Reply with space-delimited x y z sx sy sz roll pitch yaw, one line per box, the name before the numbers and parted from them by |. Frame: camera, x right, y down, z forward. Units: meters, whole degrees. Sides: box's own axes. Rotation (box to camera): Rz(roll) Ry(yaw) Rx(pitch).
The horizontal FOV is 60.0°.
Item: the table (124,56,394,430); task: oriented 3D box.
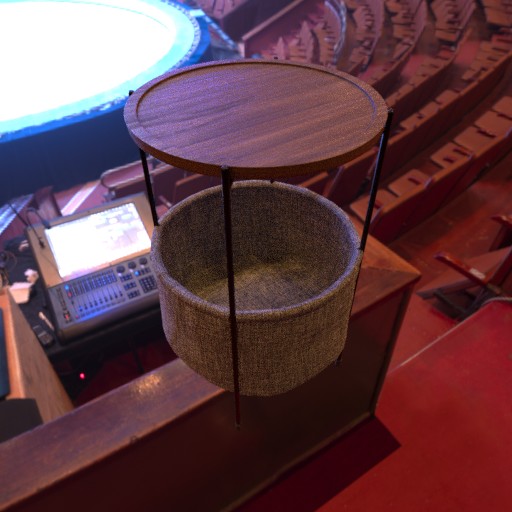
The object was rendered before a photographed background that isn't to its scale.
table | 0.000 0.000 0.869 0.400 0.623 0.400 -25 47 -25
